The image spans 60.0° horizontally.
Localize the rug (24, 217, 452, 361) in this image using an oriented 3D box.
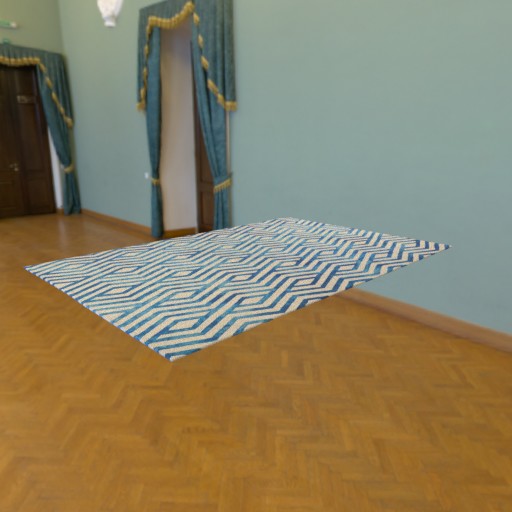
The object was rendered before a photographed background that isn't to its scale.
[{"bbox_3d":[0.000,0.000,2.253,1.830,0.008,1.225,-15,21,-42],"label":"rug"}]
